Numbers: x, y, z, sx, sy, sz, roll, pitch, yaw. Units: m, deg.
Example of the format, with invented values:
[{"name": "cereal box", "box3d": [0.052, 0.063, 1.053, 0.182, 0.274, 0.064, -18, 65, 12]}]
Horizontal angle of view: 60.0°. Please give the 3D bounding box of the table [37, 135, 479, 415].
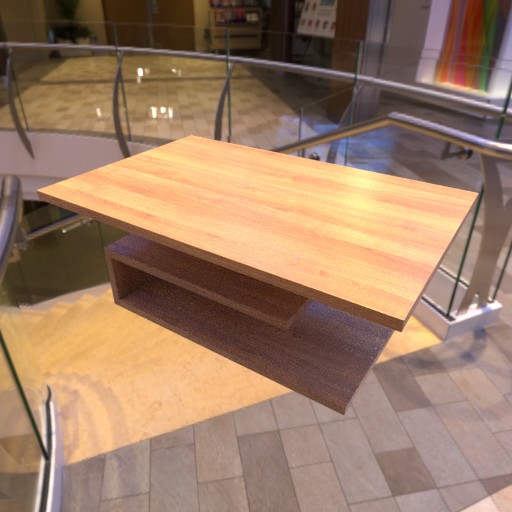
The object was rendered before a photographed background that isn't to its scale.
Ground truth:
[{"name": "table", "box3d": [0.000, 0.000, 1.420, 1.100, 0.442, 0.700, 19, 36, 28]}]
